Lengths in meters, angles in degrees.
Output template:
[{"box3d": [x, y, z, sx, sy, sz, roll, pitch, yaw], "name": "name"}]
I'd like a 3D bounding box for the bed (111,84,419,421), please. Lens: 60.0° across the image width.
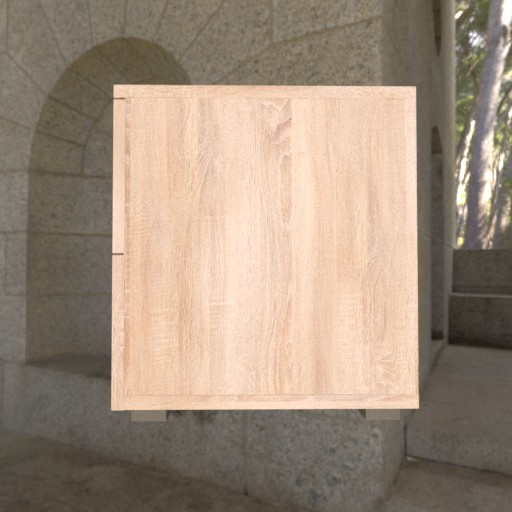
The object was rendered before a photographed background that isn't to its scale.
[{"box3d": [0.000, 0.000, 0.784, 0.401, 0.420, 0.460, 0, -1, -1], "name": "bed"}]
